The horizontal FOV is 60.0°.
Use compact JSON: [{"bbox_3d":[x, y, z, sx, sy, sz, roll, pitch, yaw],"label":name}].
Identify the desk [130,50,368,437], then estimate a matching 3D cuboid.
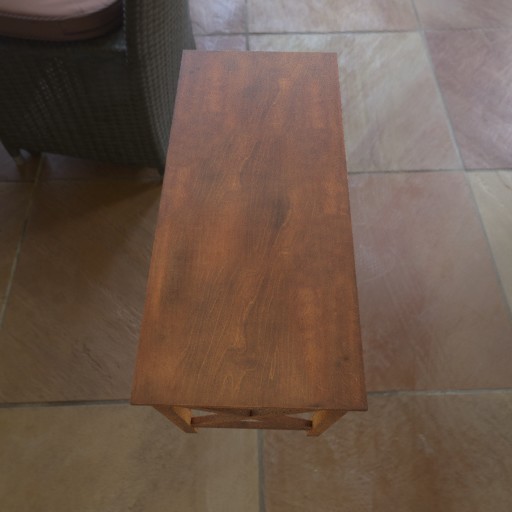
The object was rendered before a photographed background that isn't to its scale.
[{"bbox_3d":[0.000,0.000,1.531,0.508,0.762,1.117,1,62,1],"label":"desk"}]
